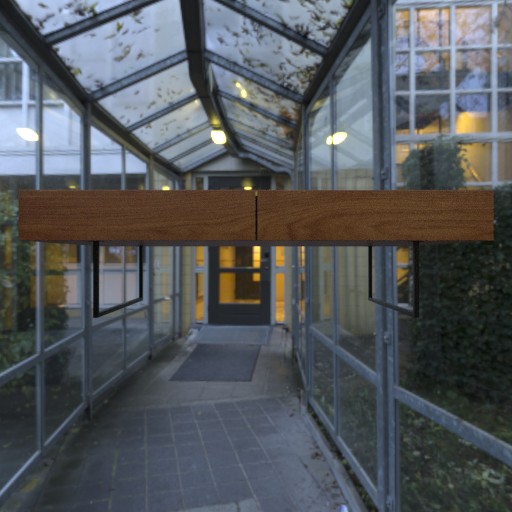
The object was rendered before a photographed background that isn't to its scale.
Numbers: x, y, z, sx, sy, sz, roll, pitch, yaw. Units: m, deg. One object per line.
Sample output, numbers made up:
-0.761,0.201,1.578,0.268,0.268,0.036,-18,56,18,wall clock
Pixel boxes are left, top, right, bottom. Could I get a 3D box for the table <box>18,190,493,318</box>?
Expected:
0.000,0.000,1.419,1.194,0.330,0.610,0,0,0,table
